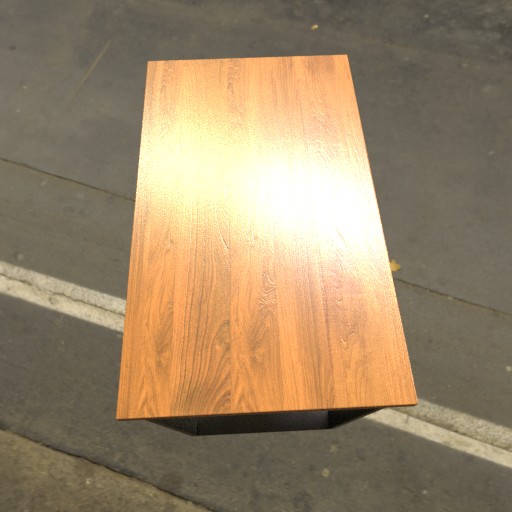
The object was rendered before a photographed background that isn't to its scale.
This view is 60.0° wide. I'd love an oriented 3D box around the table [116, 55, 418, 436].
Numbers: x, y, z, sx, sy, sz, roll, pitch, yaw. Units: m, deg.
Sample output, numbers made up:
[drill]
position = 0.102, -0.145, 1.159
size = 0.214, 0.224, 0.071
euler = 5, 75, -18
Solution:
[table]
position = 0.000, 0.000, 1.652
size = 0.714, 0.760, 1.205
euler = -2, 63, -1
